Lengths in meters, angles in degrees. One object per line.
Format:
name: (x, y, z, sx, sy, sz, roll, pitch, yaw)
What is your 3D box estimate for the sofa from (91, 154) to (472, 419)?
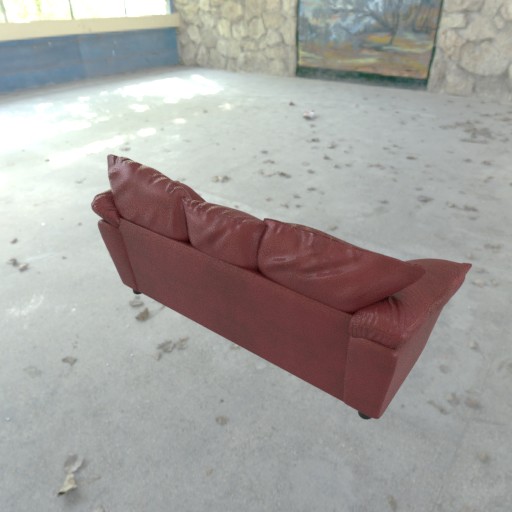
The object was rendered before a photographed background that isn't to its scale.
sofa: (0.000, 0.000, 2.894, 2.390, 1.091, 0.907, 21, 37, 31)
